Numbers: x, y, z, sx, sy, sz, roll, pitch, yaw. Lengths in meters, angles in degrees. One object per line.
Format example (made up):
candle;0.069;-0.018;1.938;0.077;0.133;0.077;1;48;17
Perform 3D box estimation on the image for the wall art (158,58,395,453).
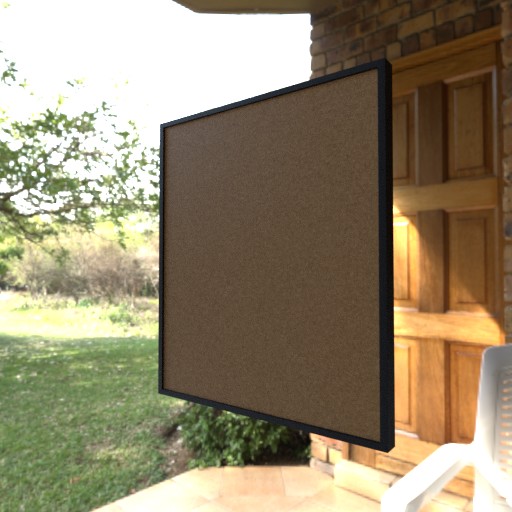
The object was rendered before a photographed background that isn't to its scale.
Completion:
wall art;0.000;0.000;0.534;0.330;0.381;0.019;-1;-2;37
